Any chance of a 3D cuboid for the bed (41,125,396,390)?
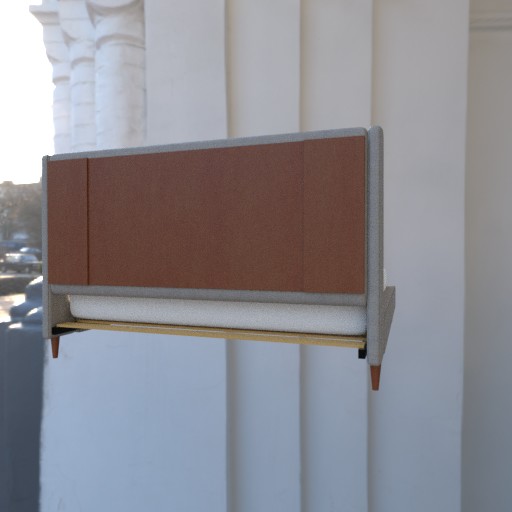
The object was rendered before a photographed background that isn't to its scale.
[{"bbox_3d":[0.000,0.000,3.524,2.062,1.289,2.342,0,1,19],"label":"bed"}]
